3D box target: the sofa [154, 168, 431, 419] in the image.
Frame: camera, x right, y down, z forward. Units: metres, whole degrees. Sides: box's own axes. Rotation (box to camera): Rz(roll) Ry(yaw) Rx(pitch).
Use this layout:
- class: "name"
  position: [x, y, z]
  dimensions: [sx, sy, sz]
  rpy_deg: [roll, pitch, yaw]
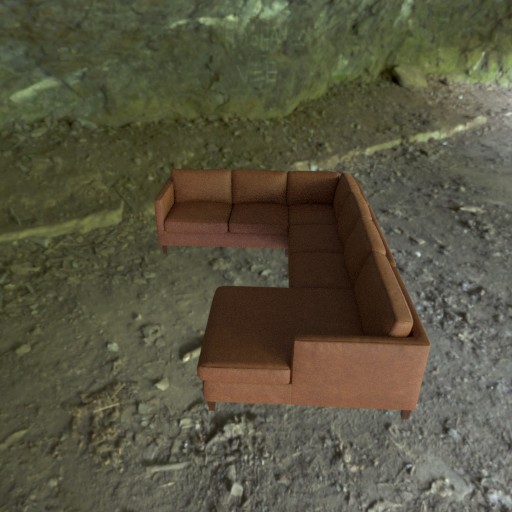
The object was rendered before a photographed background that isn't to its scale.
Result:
- class: "sofa"
  position: [0.000, 0.000, 4.651]
  dimensions: [2.593, 0.923, 3.460]
  rpy_deg: [2, 29, 3]
